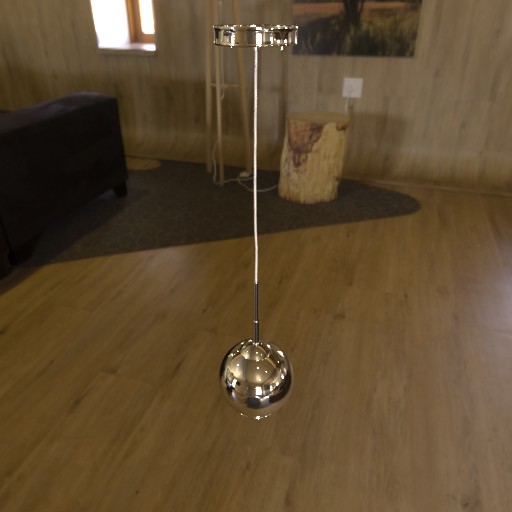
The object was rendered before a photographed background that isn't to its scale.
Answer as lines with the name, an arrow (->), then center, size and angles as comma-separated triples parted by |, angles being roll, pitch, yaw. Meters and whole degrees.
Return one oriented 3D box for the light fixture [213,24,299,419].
light fixture -> 0.000, 0.000, 1.667 | 0.336, 1.538, 0.336 | 18, 34, 29
